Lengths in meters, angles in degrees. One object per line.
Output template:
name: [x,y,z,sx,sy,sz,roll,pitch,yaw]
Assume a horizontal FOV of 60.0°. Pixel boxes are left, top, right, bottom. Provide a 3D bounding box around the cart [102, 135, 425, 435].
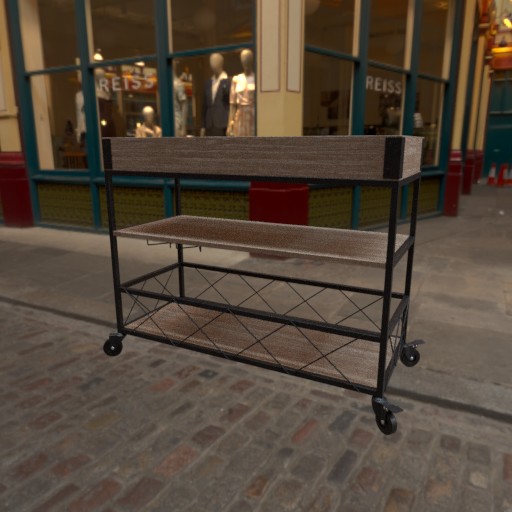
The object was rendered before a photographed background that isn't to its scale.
cart: [0.000,0.000,1.525,1.101,0.787,0.500,7,16,26]
